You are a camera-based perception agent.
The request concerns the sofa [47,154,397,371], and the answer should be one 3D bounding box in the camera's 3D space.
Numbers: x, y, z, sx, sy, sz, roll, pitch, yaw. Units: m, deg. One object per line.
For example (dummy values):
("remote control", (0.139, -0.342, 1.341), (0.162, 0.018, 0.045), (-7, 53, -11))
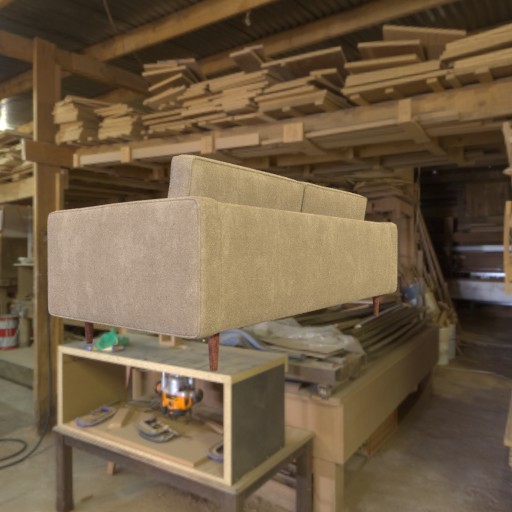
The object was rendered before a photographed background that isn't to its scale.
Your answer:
("sofa", (0.000, 0.000, 2.374), (0.920, 0.769, 1.883), (1, 1, 36))
